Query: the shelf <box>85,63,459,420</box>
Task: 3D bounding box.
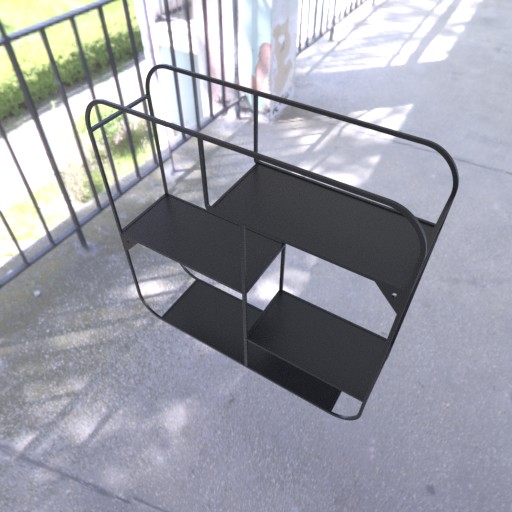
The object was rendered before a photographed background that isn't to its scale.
[{"bbox_3d":[0.000,0.000,0.886,0.600,0.600,0.160,24,51,21],"label":"shelf"}]
